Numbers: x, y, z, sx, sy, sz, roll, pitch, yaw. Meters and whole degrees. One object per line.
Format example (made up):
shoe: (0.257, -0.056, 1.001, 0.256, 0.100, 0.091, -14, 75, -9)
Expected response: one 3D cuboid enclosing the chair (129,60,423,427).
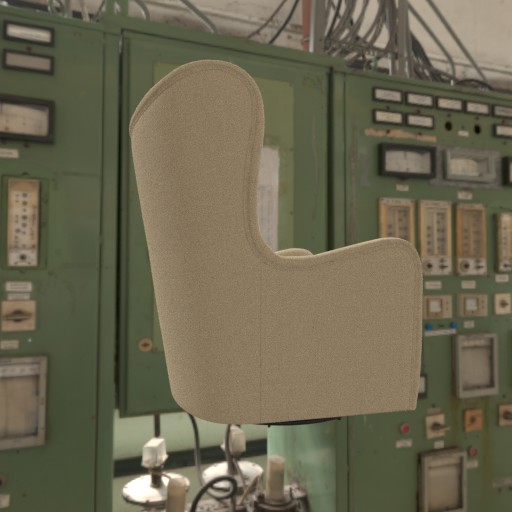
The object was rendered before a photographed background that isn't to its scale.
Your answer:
chair: (0.000, 0.000, 1.680, 0.929, 1.079, 0.831, 0, -2, -18)
